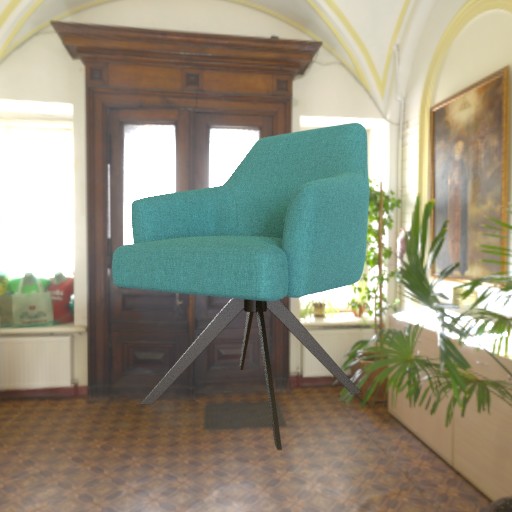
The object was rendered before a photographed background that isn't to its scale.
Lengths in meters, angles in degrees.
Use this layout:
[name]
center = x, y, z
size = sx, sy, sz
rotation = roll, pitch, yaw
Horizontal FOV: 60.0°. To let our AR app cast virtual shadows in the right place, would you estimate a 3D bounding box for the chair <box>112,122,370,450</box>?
[chair]
center = 0.000, 0.000, 1.347
size = 0.642, 0.874, 0.677
rotation = 1, 2, 36
